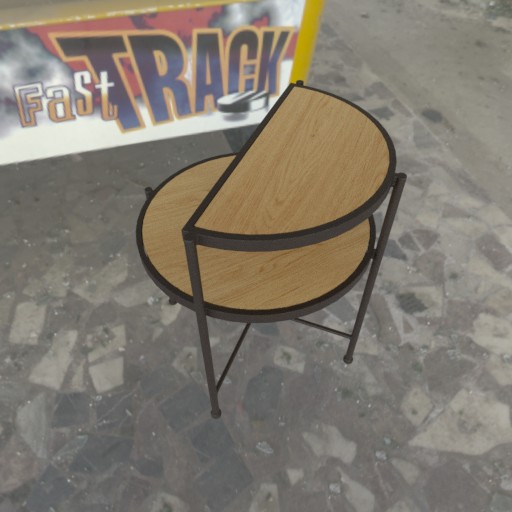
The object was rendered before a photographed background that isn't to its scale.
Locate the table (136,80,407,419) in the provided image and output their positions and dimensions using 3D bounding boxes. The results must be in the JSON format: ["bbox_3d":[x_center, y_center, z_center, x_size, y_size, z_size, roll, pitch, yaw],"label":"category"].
[{"bbox_3d":[0.000,0.000,1.169,0.628,0.684,0.629,16,49,15],"label":"table"}]
